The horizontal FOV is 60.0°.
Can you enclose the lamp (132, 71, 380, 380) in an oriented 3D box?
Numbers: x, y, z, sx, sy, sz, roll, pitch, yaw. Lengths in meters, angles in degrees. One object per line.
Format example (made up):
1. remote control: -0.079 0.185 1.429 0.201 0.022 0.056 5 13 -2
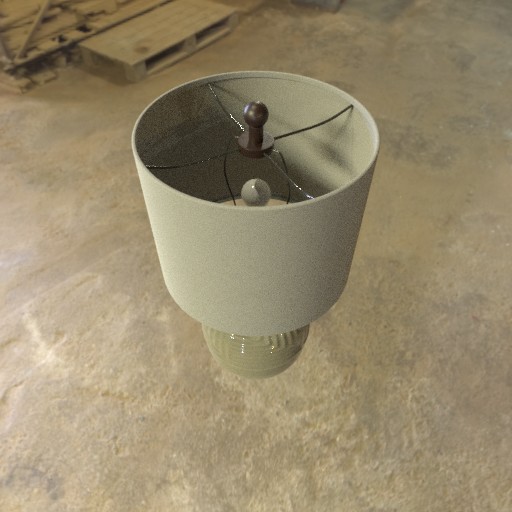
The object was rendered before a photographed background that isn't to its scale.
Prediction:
1. lamp: 0.000 0.000 0.760 0.318 0.567 0.318 0 48 0
